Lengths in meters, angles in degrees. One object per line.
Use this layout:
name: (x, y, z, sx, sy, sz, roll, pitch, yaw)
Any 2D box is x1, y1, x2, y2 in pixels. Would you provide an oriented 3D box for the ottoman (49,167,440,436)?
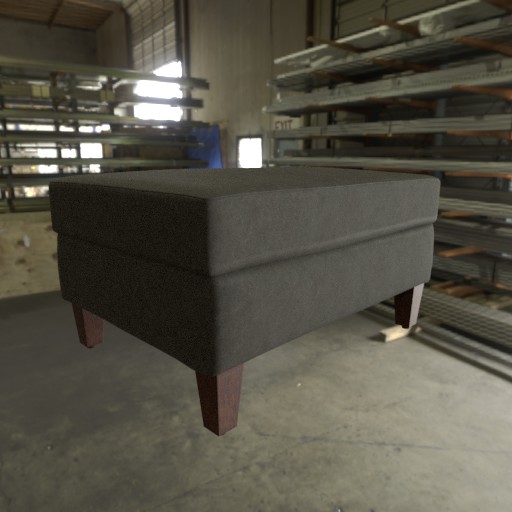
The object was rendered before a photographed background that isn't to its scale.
ottoman: (0.000, 0.000, 1.190, 0.639, 0.464, 0.839, 12, 18, 44)
